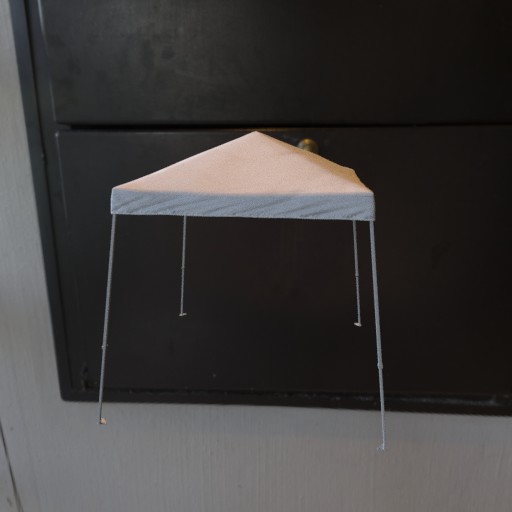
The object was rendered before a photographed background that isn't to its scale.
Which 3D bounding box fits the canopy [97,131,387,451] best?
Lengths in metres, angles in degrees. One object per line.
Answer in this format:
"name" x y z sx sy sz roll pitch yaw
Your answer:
"canopy" 0.000 0.000 5.260 2.849 2.849 2.848 2 16 8
